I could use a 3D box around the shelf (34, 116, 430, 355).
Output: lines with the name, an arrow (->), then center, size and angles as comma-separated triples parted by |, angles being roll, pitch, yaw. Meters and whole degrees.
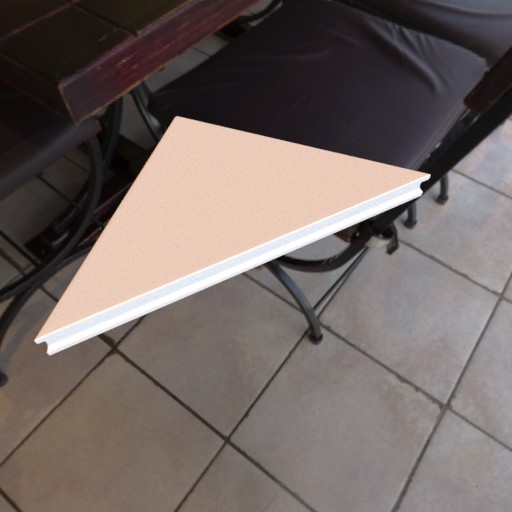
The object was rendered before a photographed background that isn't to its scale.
shelf -> 0.000, 0.000, 0.434 | 0.296, 0.035, 0.296 | 15, 58, 10
